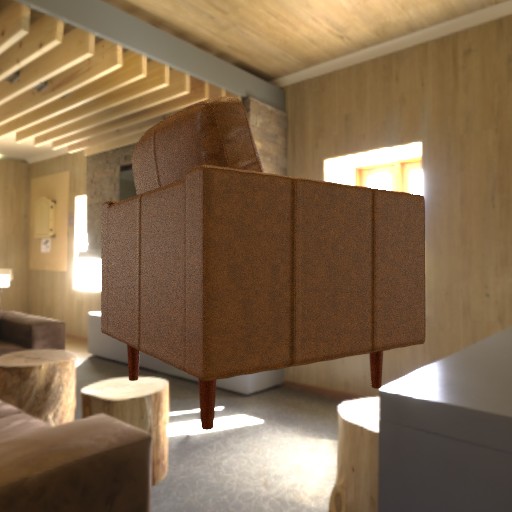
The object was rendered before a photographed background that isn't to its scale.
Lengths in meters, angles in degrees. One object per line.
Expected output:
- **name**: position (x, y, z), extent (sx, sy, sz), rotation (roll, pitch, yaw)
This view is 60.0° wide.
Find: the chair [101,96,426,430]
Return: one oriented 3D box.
- **chair**: position (0.000, 0.000, 1.675), extent (0.909, 0.956, 0.890), rotation (0, -1, -34)
